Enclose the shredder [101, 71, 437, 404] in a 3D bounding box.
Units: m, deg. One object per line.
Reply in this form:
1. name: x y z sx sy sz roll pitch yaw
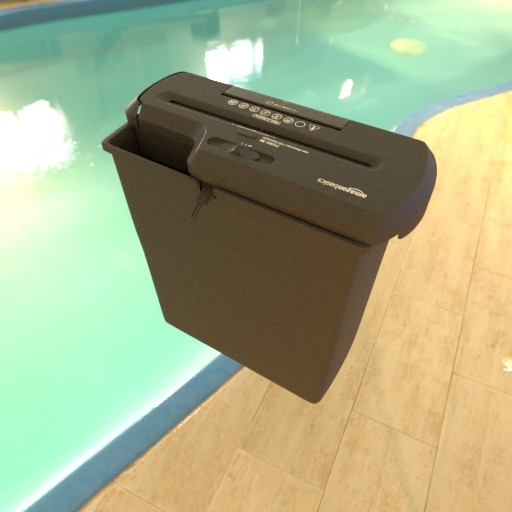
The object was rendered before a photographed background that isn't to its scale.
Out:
1. shredder: 0.000 0.000 0.521 0.320 0.335 0.170 24 51 21
